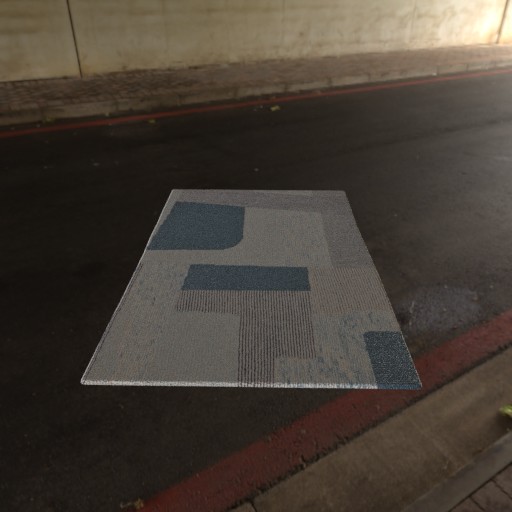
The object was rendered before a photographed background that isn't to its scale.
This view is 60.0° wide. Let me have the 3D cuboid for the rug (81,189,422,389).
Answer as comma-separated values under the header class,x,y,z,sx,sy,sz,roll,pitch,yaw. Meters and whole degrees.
class,x,y,z,sx,sy,sz,roll,pitch,yaw
rug,0.000,0.000,2.390,1.238,0.020,1.847,1,30,1
